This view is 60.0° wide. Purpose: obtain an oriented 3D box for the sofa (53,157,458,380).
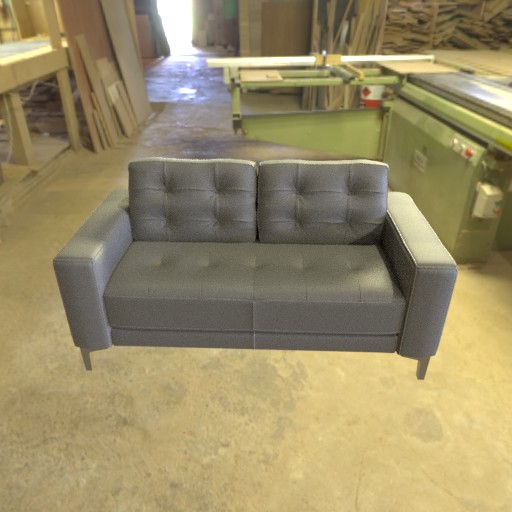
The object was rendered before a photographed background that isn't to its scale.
[{"bbox_3d":[0.000,0.000,2.268,1.726,0.893,0.833,1,30,2],"label":"sofa"}]
